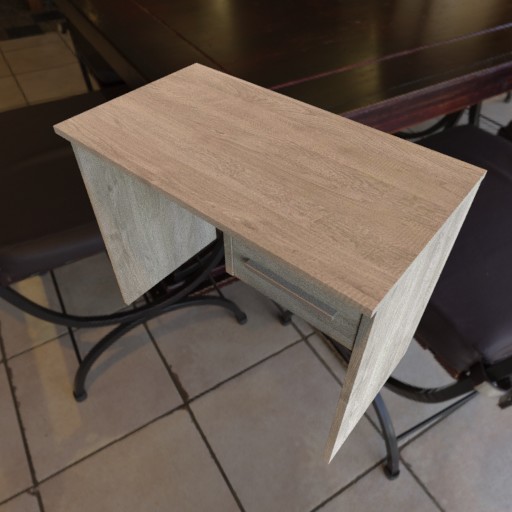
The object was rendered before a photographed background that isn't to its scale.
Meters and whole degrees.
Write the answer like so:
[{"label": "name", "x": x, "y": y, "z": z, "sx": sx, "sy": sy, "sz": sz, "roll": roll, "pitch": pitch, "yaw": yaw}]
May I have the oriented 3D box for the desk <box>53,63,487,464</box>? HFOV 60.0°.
[{"label": "desk", "x": 0.000, "y": 0.000, "z": 1.287, "sx": 0.893, "sy": 0.724, "sz": 0.498, "roll": 31, "pitch": 53, "yaw": 27}]
